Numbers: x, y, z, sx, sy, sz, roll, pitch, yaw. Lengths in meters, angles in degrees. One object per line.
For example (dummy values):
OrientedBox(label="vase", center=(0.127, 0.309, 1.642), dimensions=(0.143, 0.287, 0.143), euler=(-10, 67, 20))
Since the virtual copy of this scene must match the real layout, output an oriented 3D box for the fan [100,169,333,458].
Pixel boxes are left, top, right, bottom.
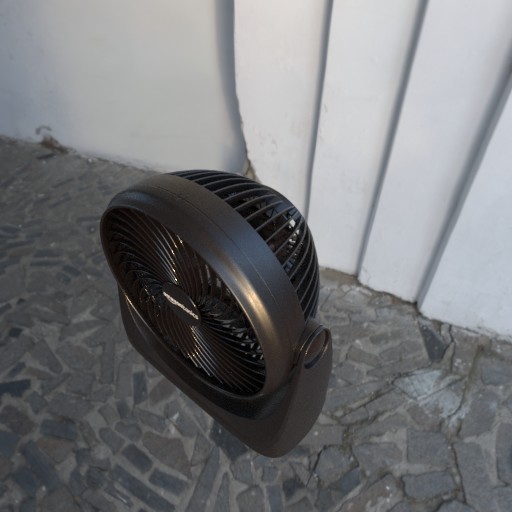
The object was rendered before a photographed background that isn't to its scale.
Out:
OrientedBox(label="fan", center=(0.000, 0.000, 0.498), dimensions=(0.273, 0.277, 0.256), euler=(31, 53, 27))
